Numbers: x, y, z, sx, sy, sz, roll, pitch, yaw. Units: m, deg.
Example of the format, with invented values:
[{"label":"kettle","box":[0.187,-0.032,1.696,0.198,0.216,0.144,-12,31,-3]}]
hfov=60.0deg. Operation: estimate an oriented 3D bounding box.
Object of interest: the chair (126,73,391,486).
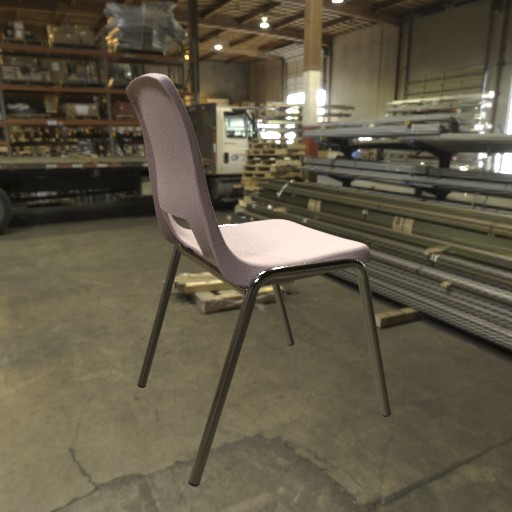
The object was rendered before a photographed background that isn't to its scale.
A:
[{"label":"chair","box":[0.000,0.000,0.889,0.436,0.653,0.381,-8,17,-27]}]
